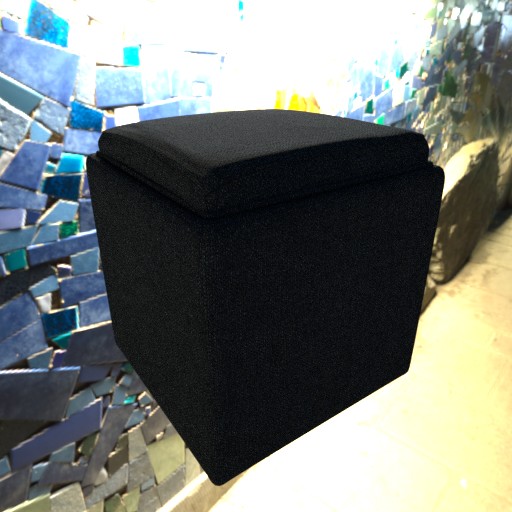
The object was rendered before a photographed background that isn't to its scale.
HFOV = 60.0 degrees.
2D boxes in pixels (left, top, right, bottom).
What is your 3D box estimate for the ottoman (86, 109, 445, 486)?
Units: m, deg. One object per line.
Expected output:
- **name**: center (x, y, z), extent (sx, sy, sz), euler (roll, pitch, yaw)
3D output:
- **ottoman**: center (0.000, 0.000, 0.825), extent (0.454, 0.493, 0.436), euler (-17, 31, -31)
